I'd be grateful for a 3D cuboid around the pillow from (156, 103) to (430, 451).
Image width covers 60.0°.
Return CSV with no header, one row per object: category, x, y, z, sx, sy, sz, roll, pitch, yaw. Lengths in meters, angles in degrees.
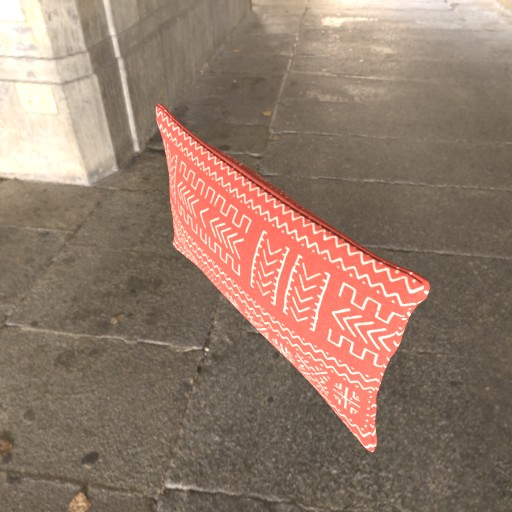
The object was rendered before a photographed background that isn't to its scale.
pillow,0.000,0.000,0.774,0.130,0.352,0.640,-25,46,-27
